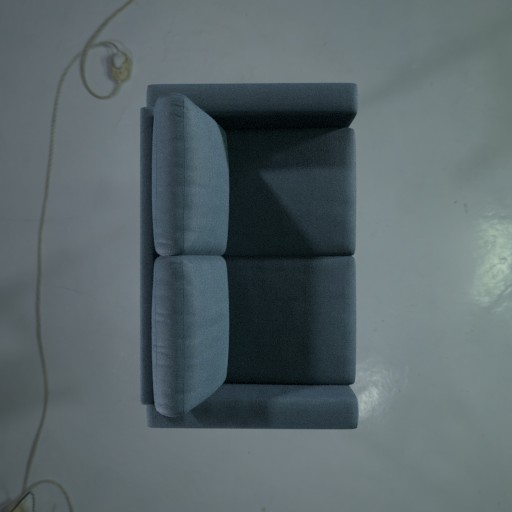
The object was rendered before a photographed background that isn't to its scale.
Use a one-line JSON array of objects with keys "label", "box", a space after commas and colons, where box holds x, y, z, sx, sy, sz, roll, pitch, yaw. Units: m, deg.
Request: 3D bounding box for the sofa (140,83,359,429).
[{"label": "sofa", "box": [0.000, 0.000, 2.084, 0.955, 0.903, 1.489, 0, 90, 1]}]
